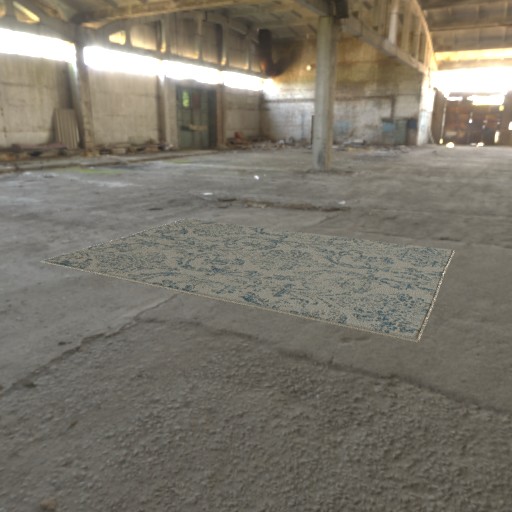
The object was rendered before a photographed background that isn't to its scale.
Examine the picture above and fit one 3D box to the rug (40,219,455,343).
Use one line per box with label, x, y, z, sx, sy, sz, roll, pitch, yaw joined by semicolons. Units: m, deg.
rug;0.000;0.000;2.340;1.831;0.012;1.213;9;18;27
